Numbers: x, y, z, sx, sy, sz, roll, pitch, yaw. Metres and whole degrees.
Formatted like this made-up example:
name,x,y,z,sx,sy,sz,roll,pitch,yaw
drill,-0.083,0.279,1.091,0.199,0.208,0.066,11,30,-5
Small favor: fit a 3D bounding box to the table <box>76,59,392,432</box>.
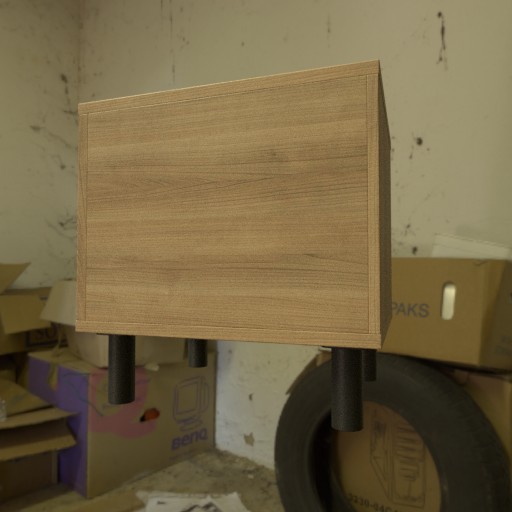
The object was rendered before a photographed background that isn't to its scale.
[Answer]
name,x,y,z,sx,sy,sz,roll,pitch,yaw
table,0.000,0.000,0.779,0.445,0.460,0.380,-1,-2,19
